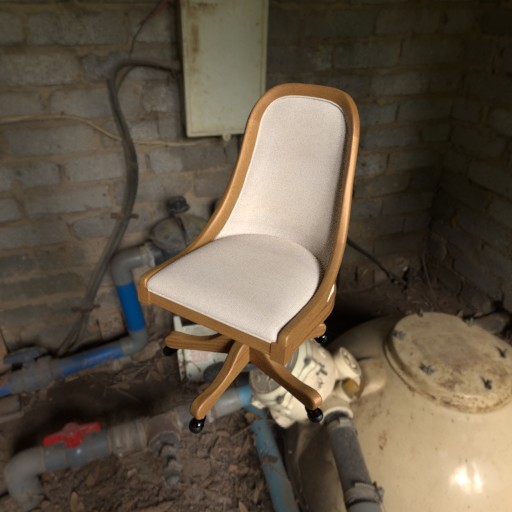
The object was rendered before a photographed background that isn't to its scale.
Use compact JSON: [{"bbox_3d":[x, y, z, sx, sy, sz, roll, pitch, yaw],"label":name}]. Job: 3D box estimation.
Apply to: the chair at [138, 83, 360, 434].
[{"bbox_3d":[0.000,0.000,1.535,0.702,1.009,0.811,18,36,27],"label":"chair"}]
